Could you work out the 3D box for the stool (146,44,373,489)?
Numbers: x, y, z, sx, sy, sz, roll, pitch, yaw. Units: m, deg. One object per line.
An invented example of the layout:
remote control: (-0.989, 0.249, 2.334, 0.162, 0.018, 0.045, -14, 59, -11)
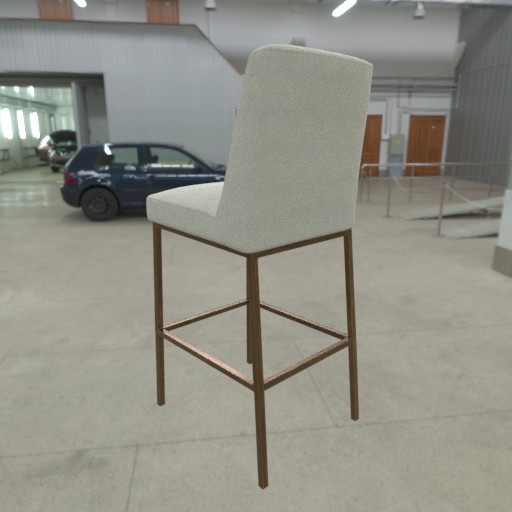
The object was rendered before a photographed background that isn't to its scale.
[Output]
stool: (0.000, 0.000, 1.348, 0.462, 1.084, 0.546, -14, 21, -41)
